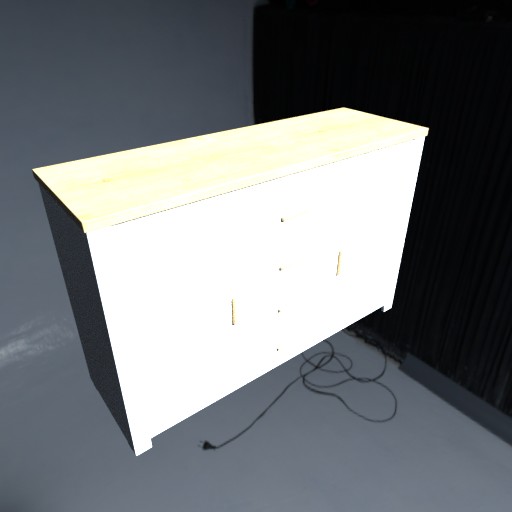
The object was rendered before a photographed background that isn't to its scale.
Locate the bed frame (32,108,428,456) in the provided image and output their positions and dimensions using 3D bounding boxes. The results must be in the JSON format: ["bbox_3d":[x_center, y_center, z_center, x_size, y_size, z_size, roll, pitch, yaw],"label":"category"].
[{"bbox_3d":[0.000,0.000,1.689,1.300,0.850,0.430,-21,37,-31],"label":"bed frame"}]
